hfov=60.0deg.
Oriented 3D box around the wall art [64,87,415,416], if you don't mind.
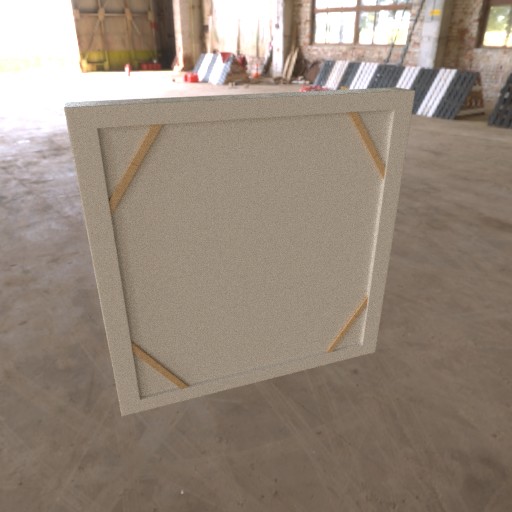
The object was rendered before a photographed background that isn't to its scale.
[{"bbox_3d":[0.000,0.000,0.594,0.405,0.407,0.038,-9,28,-18],"label":"wall art"}]
